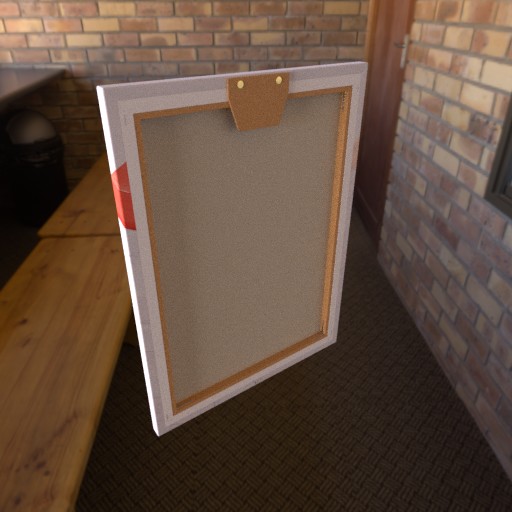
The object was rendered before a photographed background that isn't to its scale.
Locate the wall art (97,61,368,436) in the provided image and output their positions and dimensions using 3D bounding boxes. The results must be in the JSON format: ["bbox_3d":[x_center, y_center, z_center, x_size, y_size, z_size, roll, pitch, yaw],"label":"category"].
[{"bbox_3d":[0.000,0.000,1.315,0.759,1.014,0.045,-19,35,-30],"label":"wall art"}]
